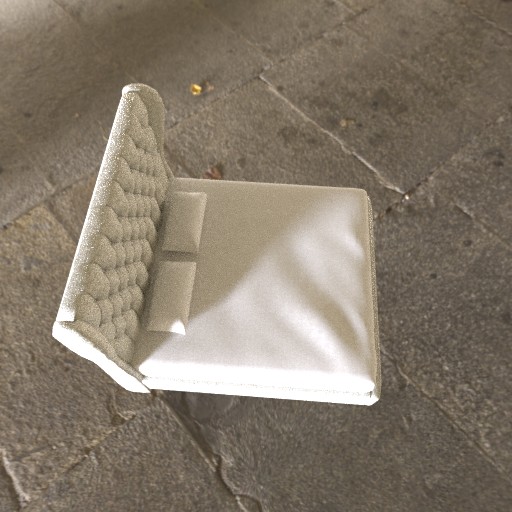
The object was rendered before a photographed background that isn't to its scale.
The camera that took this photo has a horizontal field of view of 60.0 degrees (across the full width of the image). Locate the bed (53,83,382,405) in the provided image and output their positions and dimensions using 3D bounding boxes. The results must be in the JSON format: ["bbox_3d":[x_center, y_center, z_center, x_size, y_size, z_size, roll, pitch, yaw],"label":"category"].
[{"bbox_3d":[0.000,0.000,3.888,2.347,1.771,2.219,4,63,2],"label":"bed"}]
